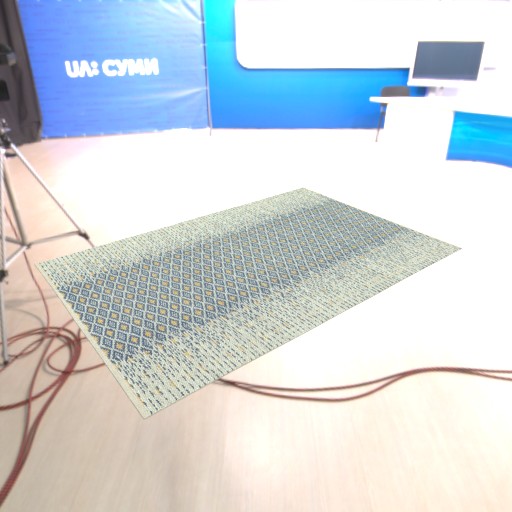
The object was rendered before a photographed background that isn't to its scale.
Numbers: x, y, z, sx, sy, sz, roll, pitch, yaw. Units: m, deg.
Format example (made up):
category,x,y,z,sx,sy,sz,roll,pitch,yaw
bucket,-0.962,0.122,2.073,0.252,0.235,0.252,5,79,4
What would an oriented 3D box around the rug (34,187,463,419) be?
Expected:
category,x,y,z,sx,sy,sz,roll,pitch,yaw
rug,0.000,0.000,2.266,1.828,0.005,1.219,-21,35,-33
